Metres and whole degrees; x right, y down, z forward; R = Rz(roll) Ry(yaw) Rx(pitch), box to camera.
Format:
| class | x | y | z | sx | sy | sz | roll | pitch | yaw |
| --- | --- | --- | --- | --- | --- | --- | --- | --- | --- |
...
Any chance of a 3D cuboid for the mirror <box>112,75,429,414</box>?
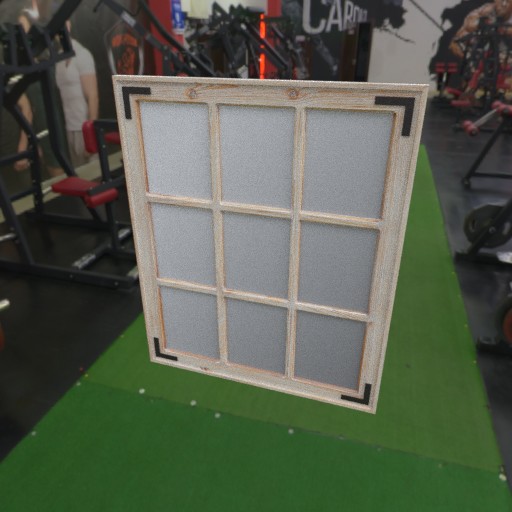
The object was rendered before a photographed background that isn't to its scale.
| class | x | y | z | sx | sy | sz | roll | pitch | yaw |
| --- | --- | --- | --- | --- | --- | --- | --- | --- | --- |
| mirror | 0.000 | 0.000 | 1.188 | 0.730 | 0.882 | 0.032 | 8 | 28 | 16 |
